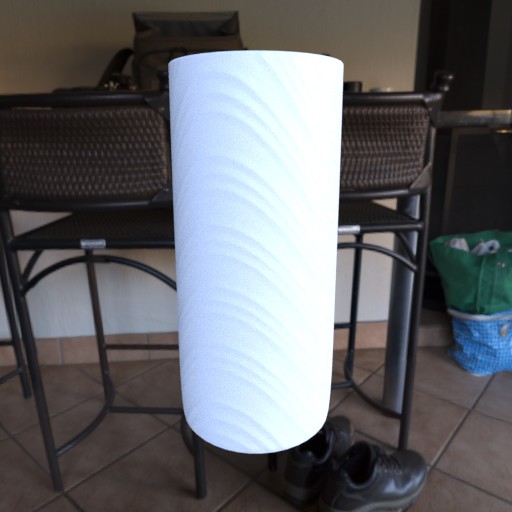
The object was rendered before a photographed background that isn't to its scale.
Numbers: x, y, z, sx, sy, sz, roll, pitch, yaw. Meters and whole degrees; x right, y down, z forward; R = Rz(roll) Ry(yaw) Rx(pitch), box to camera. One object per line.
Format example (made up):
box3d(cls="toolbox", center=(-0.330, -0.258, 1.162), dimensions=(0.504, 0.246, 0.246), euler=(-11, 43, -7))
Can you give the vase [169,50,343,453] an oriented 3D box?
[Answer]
box3d(cls="vase", center=(0.000, 0.000, 0.396), dimensions=(0.143, 0.316, 0.143), euler=(0, 15, 0))
